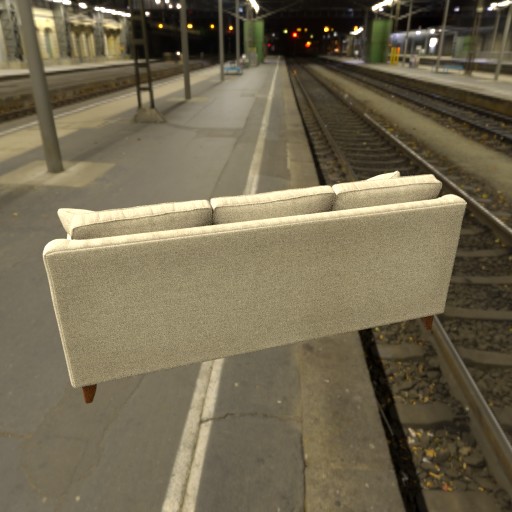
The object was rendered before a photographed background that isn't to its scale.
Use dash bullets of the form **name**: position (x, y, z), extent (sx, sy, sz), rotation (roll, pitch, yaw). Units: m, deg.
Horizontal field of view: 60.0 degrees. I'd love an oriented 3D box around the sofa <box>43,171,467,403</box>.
- **sofa**: position (0.000, 0.000, 2.504), extent (2.031, 0.914, 0.865), rotation (-8, 26, -16)
